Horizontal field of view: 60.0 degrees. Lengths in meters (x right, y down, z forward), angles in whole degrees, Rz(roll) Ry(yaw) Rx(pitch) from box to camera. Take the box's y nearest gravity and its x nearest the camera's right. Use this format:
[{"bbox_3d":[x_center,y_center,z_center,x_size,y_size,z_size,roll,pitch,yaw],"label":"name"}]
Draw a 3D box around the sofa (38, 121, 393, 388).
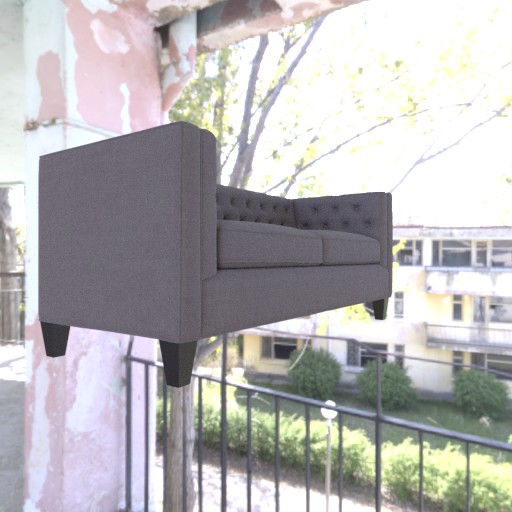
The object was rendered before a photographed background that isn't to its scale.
[{"bbox_3d":[0.000,0.000,2.173,0.775,0.762,1.778,0,0,36],"label":"sofa"}]
